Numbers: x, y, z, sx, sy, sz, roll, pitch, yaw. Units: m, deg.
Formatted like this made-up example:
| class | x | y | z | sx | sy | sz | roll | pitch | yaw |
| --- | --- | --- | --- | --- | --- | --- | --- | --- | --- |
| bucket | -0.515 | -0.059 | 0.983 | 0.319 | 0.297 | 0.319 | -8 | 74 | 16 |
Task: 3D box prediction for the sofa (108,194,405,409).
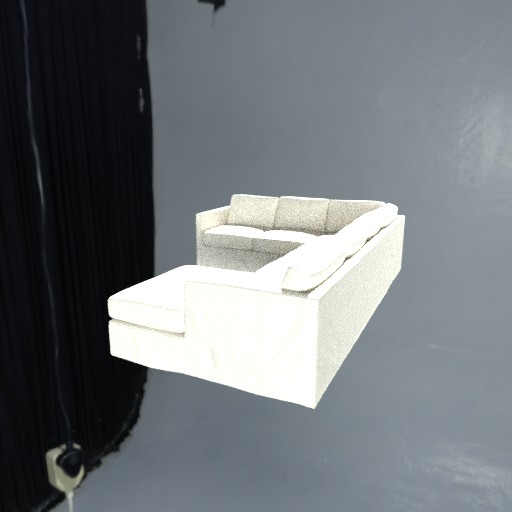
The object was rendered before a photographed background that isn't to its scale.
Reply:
| class | x | y | z | sx | sy | sz | roll | pitch | yaw |
| --- | --- | --- | --- | --- | --- | --- | --- | --- | --- |
| sofa | 0.000 | 0.000 | 4.525 | 2.427 | 0.882 | 3.460 | 7 | 15 | 25 |
